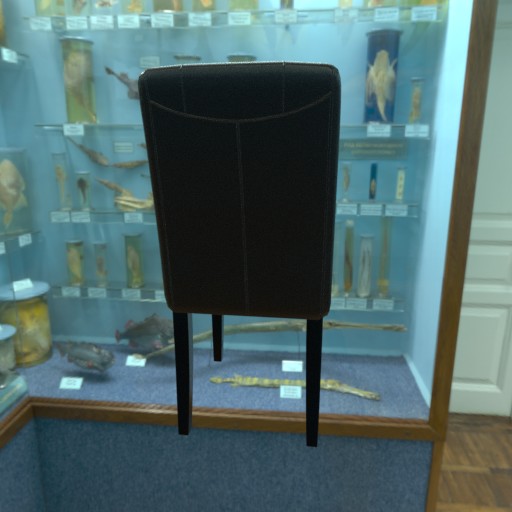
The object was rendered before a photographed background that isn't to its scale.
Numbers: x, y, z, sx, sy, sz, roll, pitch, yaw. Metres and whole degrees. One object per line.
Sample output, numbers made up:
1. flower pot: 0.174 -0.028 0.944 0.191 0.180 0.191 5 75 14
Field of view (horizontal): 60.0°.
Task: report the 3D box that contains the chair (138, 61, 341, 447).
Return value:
1. chair: 0.000 0.000 1.206 0.399 0.897 0.556 2 14 8
